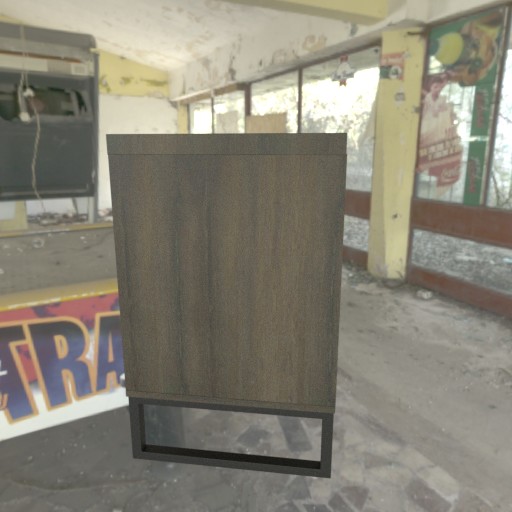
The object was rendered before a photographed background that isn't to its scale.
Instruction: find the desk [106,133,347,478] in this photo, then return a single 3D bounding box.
[{"bbox_3d":[0.000,0.000,1.486,0.511,0.752,1.134,2,14,8],"label":"desk"}]
